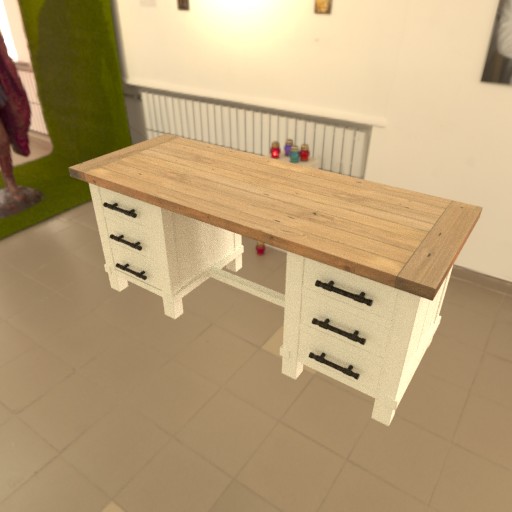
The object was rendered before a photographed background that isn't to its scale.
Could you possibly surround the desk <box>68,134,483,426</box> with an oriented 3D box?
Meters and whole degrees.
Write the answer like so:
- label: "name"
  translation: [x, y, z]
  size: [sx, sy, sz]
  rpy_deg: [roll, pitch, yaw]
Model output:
- label: "desk"
  translation: [0.000, 0.000, 2.229]
  size: [1.803, 0.760, 0.688]
  rpy_deg: [20, 37, 29]
